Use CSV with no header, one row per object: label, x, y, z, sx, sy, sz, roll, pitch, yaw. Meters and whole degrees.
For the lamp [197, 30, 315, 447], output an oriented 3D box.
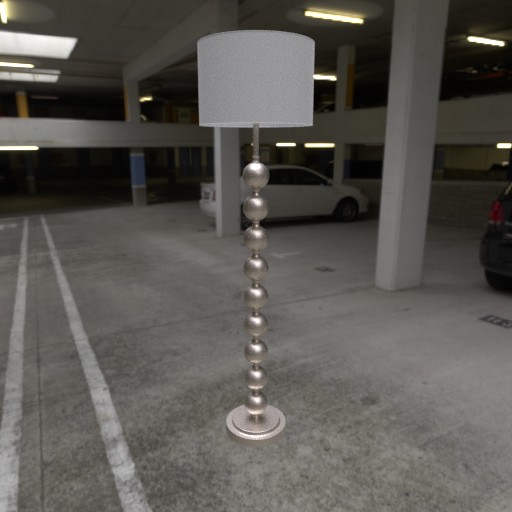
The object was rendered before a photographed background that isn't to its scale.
lamp,0.000,0.000,1.665,0.394,1.474,0.394,-7,16,-26
